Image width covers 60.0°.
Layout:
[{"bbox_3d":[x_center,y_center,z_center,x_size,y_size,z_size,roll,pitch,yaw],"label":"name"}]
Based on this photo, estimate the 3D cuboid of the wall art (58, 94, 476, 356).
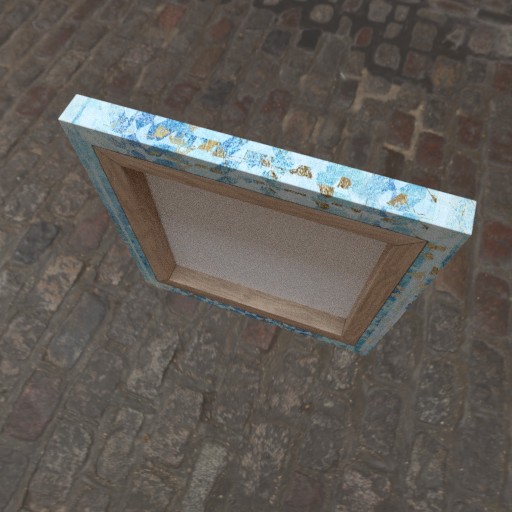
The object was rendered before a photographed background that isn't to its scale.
[{"bbox_3d":[0.000,0.000,0.599,0.405,0.405,0.037,17,64,9],"label":"wall art"}]
